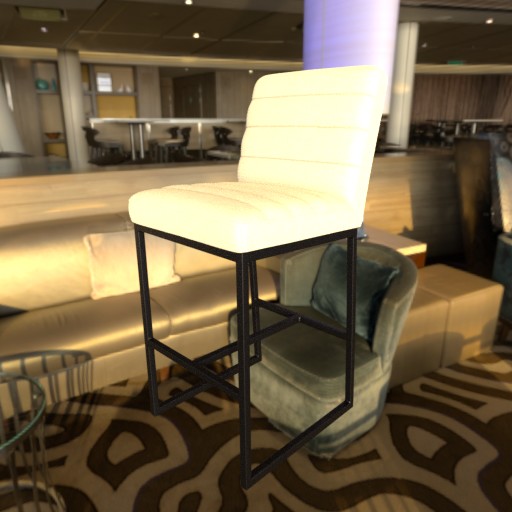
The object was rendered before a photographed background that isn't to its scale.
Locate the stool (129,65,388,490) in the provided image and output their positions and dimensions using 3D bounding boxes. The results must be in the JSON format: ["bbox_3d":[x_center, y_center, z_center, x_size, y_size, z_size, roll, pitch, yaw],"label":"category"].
[{"bbox_3d":[0.000,0.000,1.291,0.460,1.040,0.560,16,23,42],"label":"stool"}]
